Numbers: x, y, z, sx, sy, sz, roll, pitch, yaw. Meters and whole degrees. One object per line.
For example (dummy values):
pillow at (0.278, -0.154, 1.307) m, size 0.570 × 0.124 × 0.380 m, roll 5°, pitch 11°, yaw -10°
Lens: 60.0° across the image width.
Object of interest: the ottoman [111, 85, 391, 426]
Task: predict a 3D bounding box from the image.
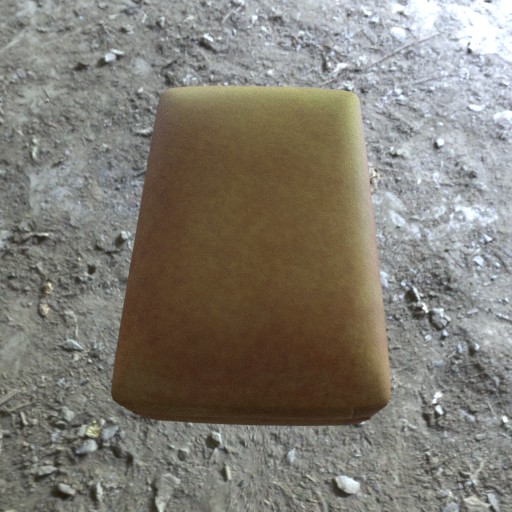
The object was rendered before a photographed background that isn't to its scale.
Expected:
ottoman at (0.000, 0.000, 1.186) m, size 0.565 × 0.507 × 0.852 m, roll 1°, pitch 63°, yaw 1°
